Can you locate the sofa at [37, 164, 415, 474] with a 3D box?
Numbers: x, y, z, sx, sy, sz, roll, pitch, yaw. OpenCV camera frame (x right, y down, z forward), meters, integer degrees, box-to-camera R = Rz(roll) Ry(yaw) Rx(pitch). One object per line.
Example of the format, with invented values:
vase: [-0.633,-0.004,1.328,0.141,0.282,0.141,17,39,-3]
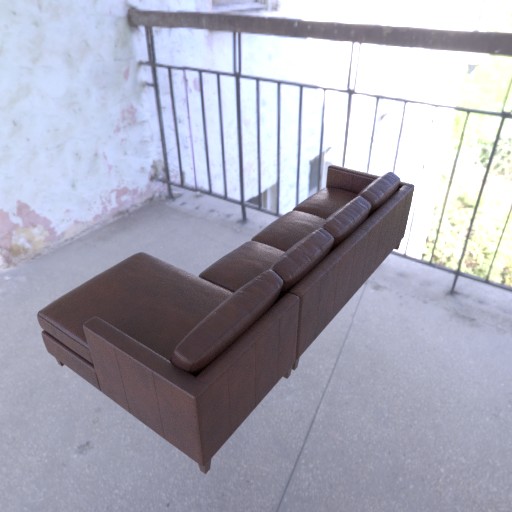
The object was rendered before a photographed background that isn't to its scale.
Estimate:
sofa: [0.000,0.000,3.842,1.581,0.883,3.203,22,39,29]
